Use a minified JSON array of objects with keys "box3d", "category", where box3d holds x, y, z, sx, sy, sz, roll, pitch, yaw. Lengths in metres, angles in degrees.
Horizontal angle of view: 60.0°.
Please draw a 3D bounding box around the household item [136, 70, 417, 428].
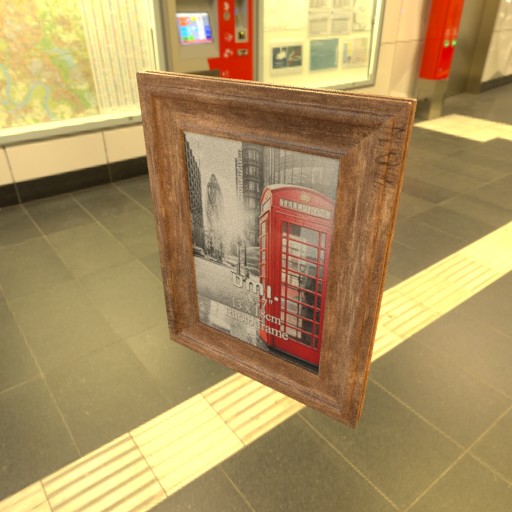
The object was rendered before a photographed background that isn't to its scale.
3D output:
[{"box3d":[0.000,0.000,0.323,0.186,0.237,0.018,18,35,28],"category":"household item"}]
